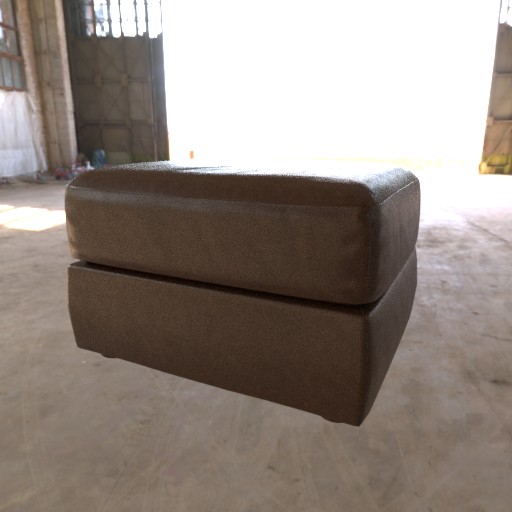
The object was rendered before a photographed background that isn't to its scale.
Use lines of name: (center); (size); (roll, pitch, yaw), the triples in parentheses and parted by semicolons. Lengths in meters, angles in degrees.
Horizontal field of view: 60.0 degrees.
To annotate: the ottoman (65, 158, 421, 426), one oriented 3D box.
ottoman: (0.000, 0.000, 1.140); (0.751, 0.476, 0.603); (7, 17, 26)
